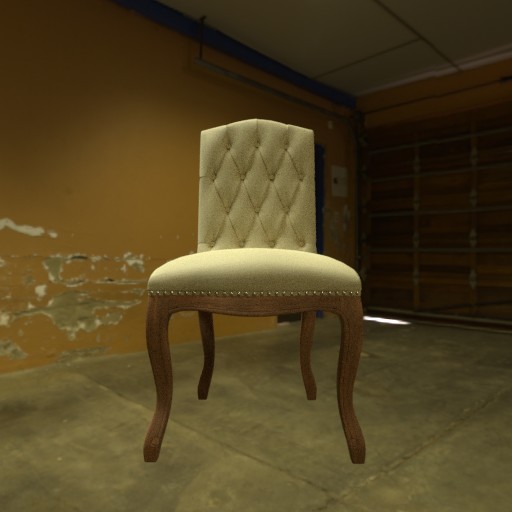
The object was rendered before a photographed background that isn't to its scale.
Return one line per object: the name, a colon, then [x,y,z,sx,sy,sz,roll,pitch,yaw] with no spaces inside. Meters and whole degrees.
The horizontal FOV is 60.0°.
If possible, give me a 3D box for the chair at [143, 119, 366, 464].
chair: [0.000,0.000,1.570,0.623,1.165,0.715,0,-1,1]
